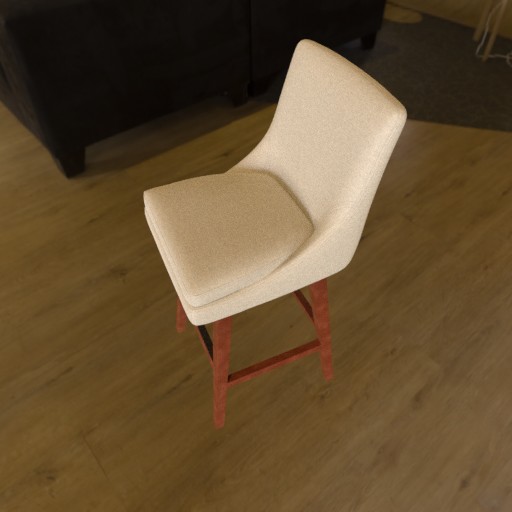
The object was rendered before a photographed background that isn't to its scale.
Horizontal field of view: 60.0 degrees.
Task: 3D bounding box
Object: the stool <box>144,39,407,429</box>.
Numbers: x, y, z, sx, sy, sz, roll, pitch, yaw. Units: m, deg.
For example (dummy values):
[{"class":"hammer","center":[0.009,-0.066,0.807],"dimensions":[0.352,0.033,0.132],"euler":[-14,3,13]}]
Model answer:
[{"class":"stool","center":[0.000,0.000,1.382],"dimensions":[0.559,1.092,0.470],"euler":[-18,49,-17]}]
